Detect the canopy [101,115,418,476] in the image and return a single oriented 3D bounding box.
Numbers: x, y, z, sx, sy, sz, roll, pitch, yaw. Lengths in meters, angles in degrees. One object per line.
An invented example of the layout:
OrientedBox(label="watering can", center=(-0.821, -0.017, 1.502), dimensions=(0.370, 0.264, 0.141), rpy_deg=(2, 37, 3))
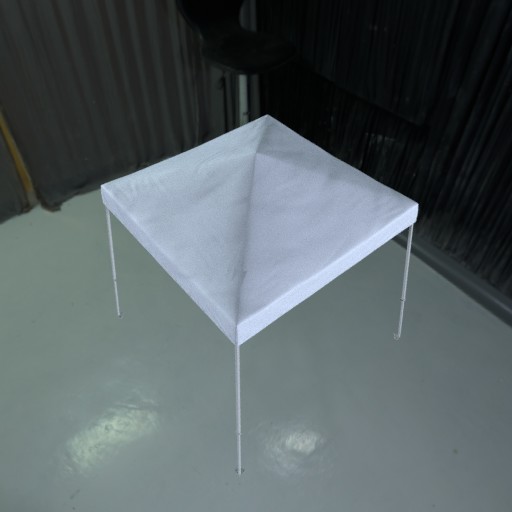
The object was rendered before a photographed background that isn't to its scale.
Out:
OrientedBox(label="canopy", center=(0.000, 0.000, 6.632), dimensions=(3.600, 3.600, 3.599), rpy_deg=(-31, 54, -26))
